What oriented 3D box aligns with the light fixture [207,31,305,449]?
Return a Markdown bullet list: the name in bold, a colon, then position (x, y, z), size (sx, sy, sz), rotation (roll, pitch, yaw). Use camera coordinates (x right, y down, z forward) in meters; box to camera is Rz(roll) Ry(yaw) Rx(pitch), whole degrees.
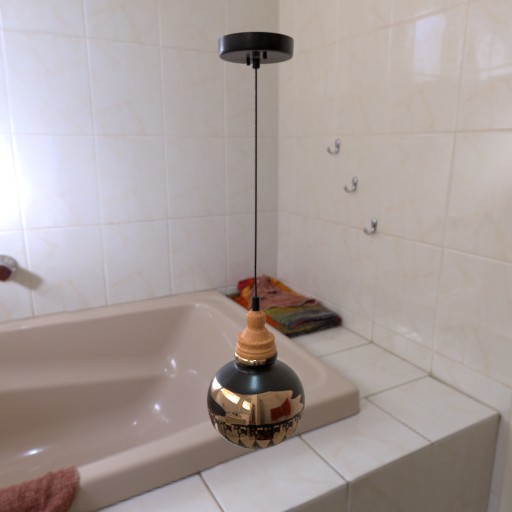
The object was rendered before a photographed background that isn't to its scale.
- **light fixture**: position (0.000, 0.000, 1.801), size (0.430, 1.606, 0.430), rotation (-7, 15, -26)
